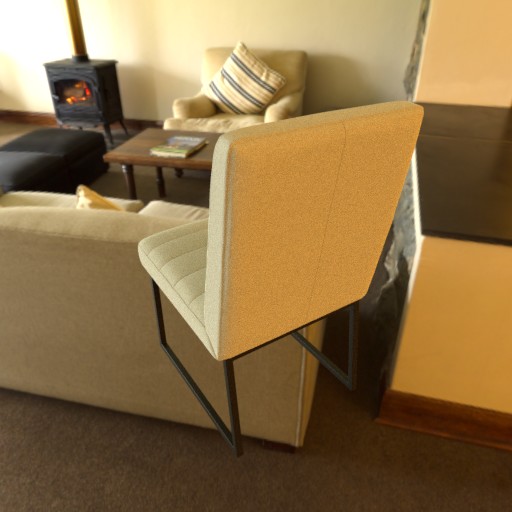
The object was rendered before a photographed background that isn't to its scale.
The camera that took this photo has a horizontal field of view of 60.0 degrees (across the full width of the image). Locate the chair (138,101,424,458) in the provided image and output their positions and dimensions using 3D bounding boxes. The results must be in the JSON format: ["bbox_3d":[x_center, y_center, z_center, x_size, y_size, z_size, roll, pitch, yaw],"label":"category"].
[{"bbox_3d":[0.000,0.000,1.311,0.520,0.930,0.634,-19,36,-28],"label":"chair"}]
